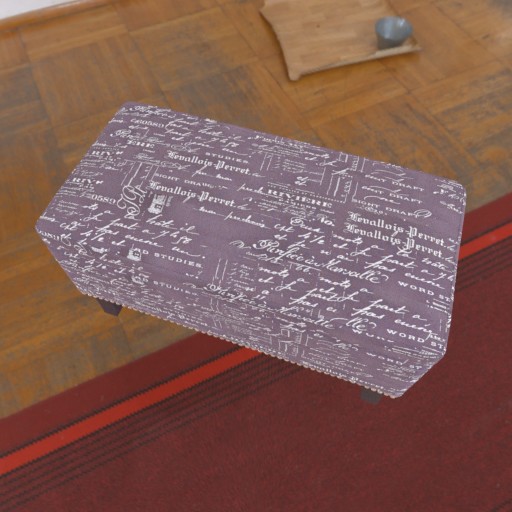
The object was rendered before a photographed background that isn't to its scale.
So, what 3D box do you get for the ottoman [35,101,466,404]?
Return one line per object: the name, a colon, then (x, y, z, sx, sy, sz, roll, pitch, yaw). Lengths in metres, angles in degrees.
ottoman: (0.000, 0.000, 1.064, 0.813, 0.457, 0.406, 17, 61, 10)
